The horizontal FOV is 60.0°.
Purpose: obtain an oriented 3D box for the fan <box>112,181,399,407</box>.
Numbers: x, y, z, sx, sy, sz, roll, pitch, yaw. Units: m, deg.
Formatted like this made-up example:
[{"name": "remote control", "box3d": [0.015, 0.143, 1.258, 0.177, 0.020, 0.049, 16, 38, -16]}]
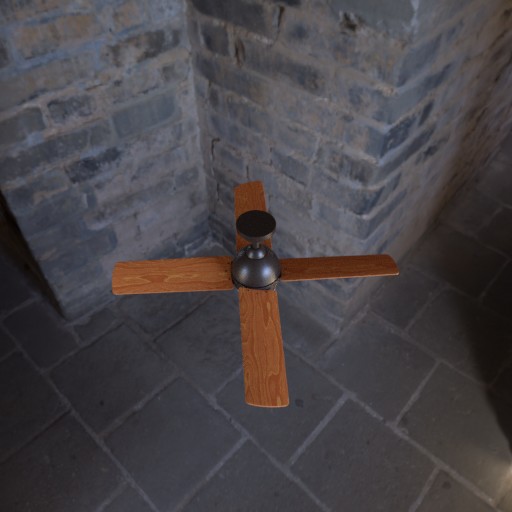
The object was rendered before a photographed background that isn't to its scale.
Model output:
[{"name": "fan", "box3d": [0.000, 0.000, 2.008, 1.332, 0.403, 1.332, -3, 47, -3]}]
